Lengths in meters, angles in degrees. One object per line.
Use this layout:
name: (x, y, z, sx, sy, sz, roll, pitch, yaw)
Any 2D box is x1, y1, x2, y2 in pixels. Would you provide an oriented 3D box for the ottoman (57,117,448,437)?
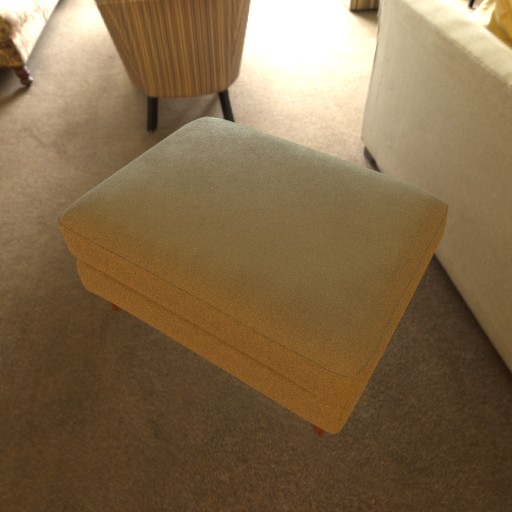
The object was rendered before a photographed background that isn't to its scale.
ottoman: (0.000, 0.000, 1.193, 0.811, 0.449, 0.608, 25, 52, 22)
